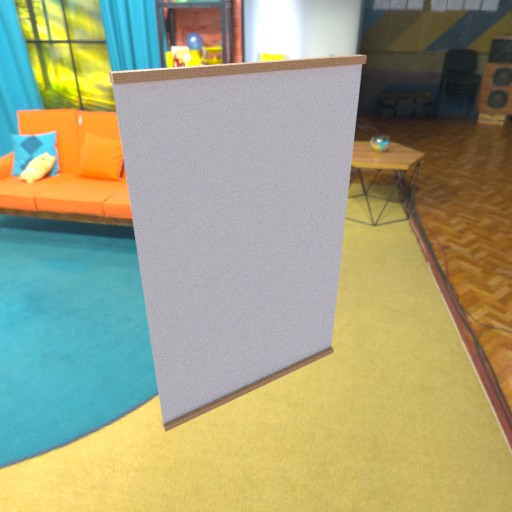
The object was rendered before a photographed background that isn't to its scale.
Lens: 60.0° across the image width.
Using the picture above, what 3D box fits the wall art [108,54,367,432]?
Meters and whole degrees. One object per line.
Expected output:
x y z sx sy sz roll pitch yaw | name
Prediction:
0.000 0.000 0.760 0.401 0.611 0.016 -17 34 -28 | wall art
